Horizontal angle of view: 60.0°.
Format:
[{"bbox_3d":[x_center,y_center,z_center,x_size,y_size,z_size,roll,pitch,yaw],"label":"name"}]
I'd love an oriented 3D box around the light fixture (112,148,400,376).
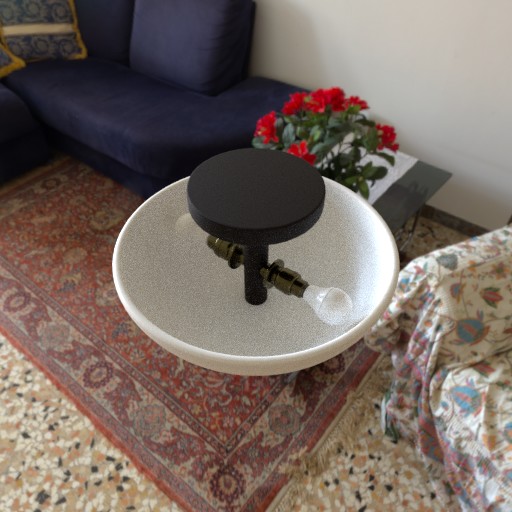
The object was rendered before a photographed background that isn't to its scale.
[{"bbox_3d":[0.000,0.000,0.539,0.331,0.212,0.331,0,44,0],"label":"light fixture"}]
